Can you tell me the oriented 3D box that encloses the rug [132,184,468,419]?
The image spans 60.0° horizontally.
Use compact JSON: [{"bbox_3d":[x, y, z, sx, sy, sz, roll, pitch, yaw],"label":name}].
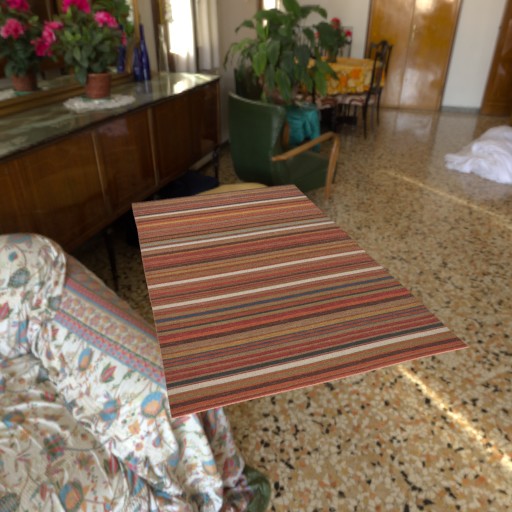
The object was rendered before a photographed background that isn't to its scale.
[{"bbox_3d":[0.000,0.000,3.083,1.523,0.008,2.438,-9,31,-15],"label":"rug"}]
